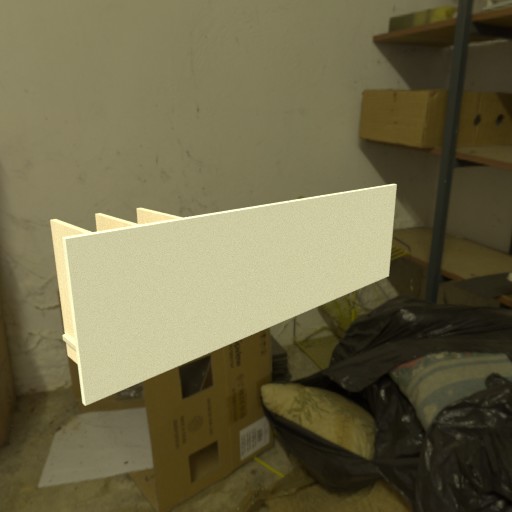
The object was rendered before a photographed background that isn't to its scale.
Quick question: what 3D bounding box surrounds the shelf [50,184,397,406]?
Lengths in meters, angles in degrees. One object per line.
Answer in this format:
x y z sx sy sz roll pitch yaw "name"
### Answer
0.000 0.000 1.140 1.020 0.300 0.200 -15 22 -42 "shelf"
